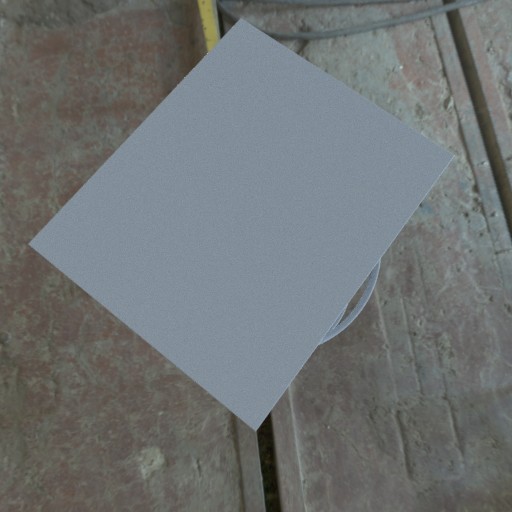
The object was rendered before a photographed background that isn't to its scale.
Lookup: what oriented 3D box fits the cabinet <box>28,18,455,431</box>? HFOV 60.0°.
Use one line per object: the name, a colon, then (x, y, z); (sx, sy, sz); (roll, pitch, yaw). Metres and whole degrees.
cabinet: (0.000, 0.000, 0.754); (0.360, 0.470, 0.400); (37, 78, 9)
